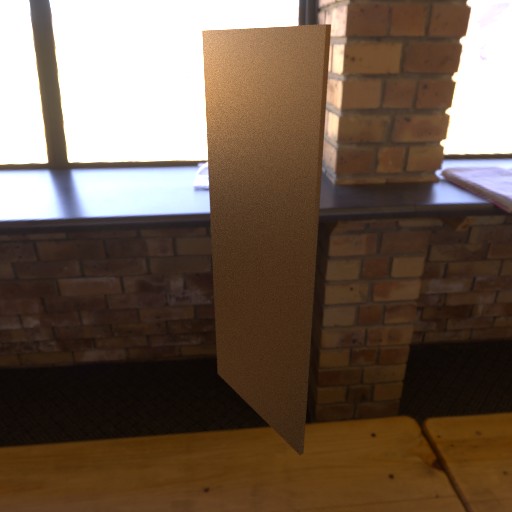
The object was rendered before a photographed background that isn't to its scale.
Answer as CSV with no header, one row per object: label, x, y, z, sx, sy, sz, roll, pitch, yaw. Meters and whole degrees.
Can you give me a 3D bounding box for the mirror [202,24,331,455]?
mirror,0.000,0.000,2.217,0.025,2.031,0.812,-18,31,-33
